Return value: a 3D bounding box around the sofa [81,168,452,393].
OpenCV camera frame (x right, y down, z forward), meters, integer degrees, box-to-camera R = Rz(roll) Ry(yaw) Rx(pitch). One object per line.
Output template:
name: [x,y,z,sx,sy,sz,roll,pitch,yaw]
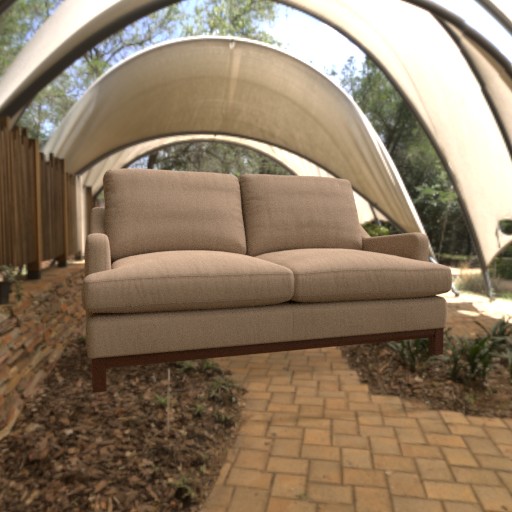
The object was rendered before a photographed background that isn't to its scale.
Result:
sofa: [0.000,0.000,2.257,1.619,0.910,1.004,-1,4,-19]
